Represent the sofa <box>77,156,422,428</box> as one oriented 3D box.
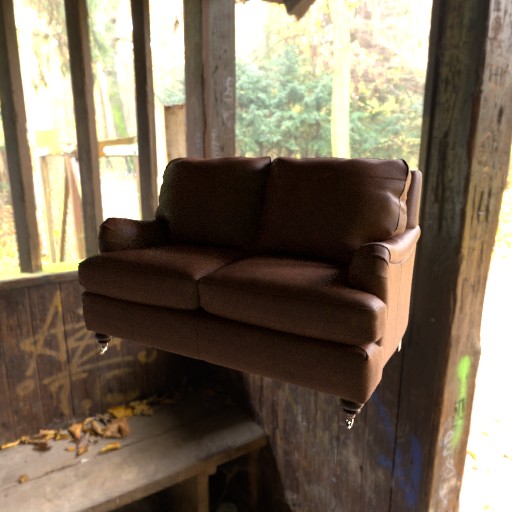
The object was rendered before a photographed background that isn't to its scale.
[{"bbox_3d":[0.000,0.000,2.297,1.527,1.004,1.077,7,15,28],"label":"sofa"}]
